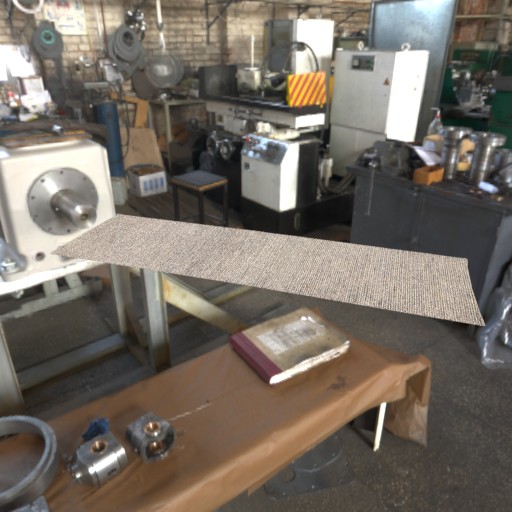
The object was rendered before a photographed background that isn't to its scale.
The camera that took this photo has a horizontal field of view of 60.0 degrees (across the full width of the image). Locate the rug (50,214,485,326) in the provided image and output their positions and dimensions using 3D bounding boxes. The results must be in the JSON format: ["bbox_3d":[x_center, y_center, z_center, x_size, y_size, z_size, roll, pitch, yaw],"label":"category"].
[{"bbox_3d":[0.000,0.000,2.561,2.335,0.013,0.697,8,27,17],"label":"rug"}]
